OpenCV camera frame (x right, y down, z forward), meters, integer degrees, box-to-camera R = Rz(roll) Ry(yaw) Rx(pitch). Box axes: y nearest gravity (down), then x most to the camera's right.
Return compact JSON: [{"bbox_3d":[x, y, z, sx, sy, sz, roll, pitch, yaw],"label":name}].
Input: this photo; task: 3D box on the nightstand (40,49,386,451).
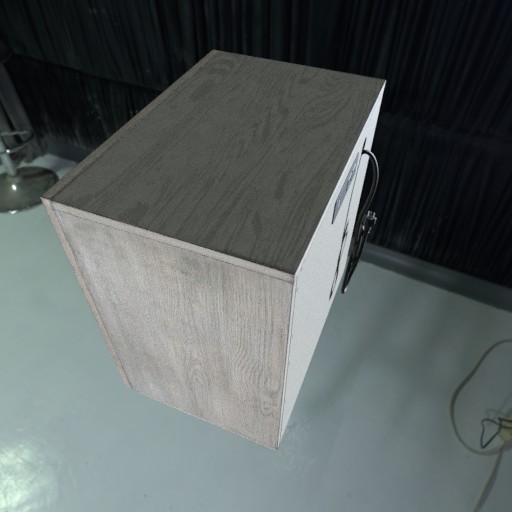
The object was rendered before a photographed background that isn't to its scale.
[{"bbox_3d":[0.000,0.000,1.067,0.483,0.673,0.612,17,49,15],"label":"nightstand"}]
